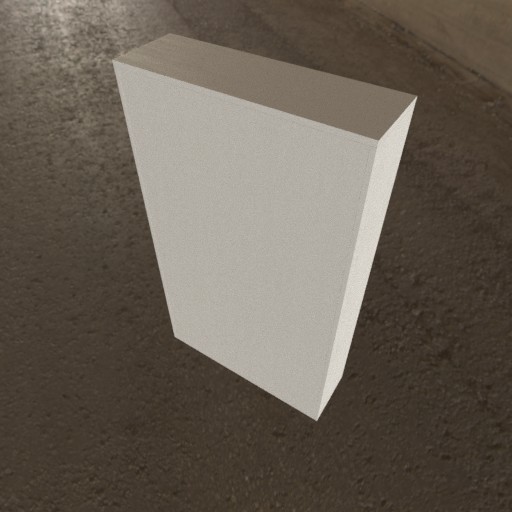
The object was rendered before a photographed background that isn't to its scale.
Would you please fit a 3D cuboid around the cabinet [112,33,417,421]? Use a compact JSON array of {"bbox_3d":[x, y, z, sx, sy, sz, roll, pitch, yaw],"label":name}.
[{"bbox_3d":[0.000,0.000,1.561,0.750,1.280,0.250,25,50,23],"label":"cabinet"}]
